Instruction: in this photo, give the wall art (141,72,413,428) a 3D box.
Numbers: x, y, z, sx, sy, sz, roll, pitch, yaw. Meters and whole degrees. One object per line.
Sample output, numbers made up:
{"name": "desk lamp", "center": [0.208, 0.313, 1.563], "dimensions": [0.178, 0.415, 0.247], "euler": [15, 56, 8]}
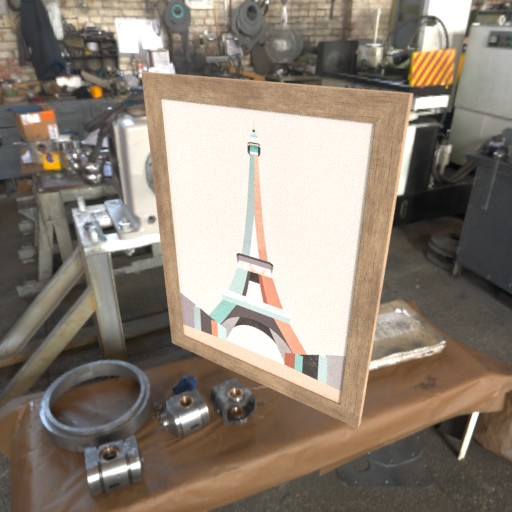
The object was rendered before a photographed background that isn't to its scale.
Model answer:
{"name": "wall art", "center": [0.000, 0.000, 0.929], "dimensions": [0.534, 0.686, 0.018], "euler": [17, 33, 28]}
